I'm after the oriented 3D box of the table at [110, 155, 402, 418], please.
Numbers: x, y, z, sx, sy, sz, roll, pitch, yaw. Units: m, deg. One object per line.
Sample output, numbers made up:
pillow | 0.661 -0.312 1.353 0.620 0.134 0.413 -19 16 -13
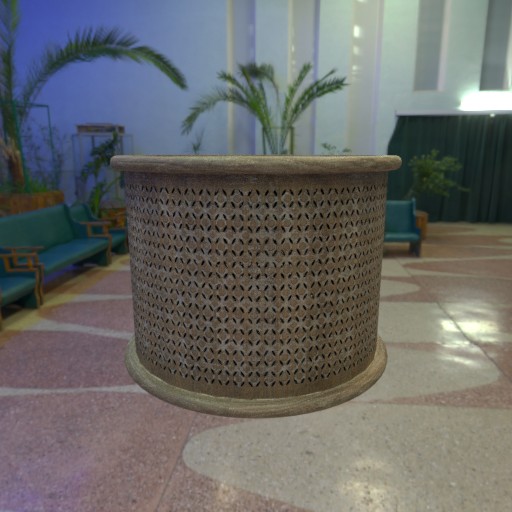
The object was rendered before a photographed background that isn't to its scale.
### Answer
table | 0.000 0.000 1.017 0.607 0.450 0.607 0 13 0
